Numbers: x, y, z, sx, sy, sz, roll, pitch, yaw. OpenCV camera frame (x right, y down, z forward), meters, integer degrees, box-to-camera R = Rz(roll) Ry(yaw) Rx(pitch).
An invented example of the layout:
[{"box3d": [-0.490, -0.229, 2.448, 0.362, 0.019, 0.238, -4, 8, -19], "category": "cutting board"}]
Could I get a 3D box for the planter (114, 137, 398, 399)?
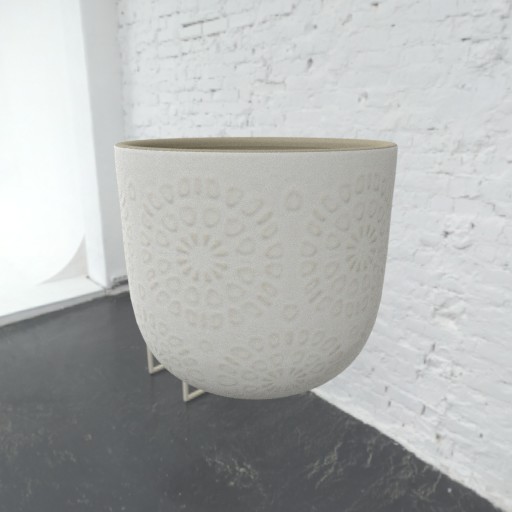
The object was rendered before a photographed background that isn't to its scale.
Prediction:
[{"box3d": [0.000, 0.000, 0.218, 0.124, 0.109, 0.124, 0, 17, 0], "category": "planter"}]
